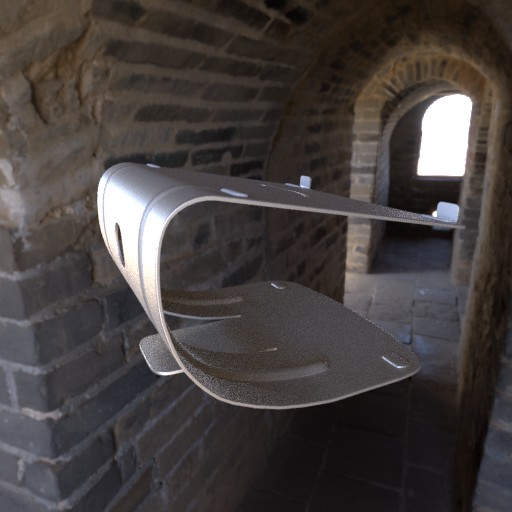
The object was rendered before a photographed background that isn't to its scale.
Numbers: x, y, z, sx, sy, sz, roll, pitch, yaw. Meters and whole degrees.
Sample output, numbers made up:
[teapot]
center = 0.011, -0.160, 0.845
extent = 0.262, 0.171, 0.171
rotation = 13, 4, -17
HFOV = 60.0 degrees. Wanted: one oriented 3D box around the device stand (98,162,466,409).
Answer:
[device stand]
center = 0.000, 0.000, 0.400
extent = 0.236, 0.155, 0.256
rotation = -8, 18, -25
